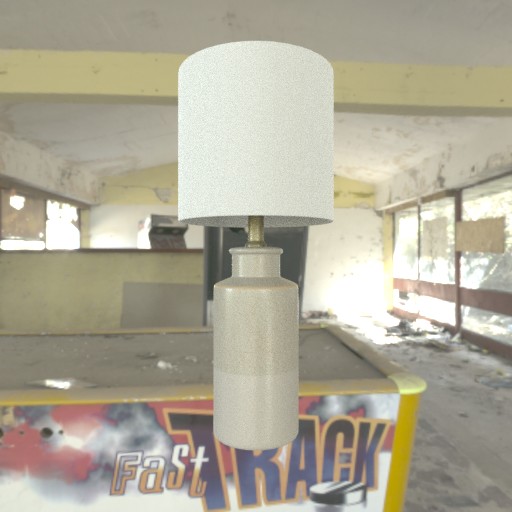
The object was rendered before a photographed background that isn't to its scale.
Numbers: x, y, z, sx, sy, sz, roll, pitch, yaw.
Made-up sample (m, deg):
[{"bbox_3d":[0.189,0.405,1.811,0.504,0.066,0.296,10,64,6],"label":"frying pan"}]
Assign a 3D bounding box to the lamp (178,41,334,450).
[{"bbox_3d":[0.000,0.000,0.613,0.212,0.493,0.212,0,0,34],"label":"lamp"}]
